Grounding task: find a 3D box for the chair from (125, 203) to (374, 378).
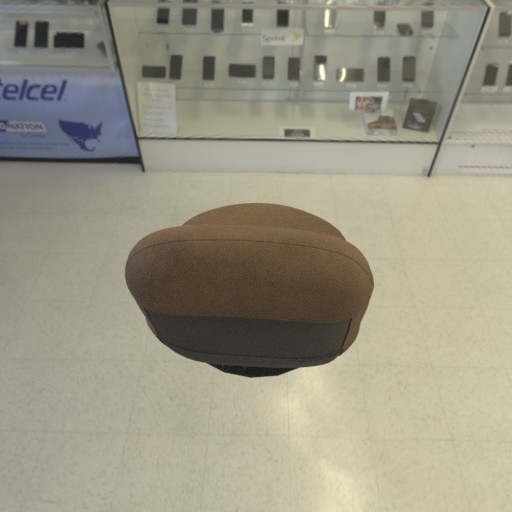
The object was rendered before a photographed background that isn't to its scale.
[{"bbox_3d":[0.000,0.000,1.063,0.521,0.594,0.597,3,47,3],"label":"chair"}]
